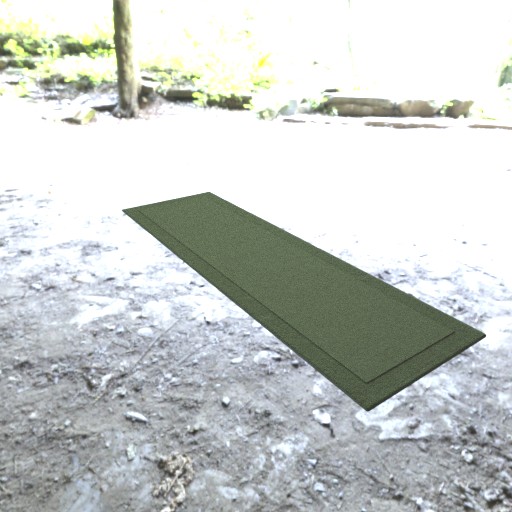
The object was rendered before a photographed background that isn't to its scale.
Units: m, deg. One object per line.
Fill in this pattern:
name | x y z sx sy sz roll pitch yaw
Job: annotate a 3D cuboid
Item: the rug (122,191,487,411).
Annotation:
rug | 0.000 0.000 2.624 0.759 0.012 2.430 -17 31 -31
